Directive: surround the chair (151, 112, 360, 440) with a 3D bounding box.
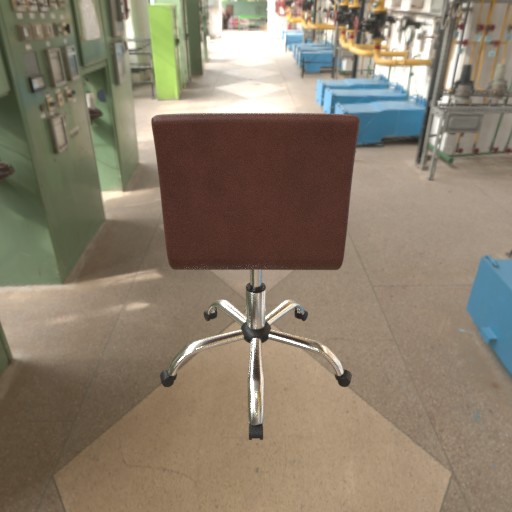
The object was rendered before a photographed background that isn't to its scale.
[{"bbox_3d":[0.000,0.000,1.147,0.556,0.780,0.530,0,30,0],"label":"chair"}]
